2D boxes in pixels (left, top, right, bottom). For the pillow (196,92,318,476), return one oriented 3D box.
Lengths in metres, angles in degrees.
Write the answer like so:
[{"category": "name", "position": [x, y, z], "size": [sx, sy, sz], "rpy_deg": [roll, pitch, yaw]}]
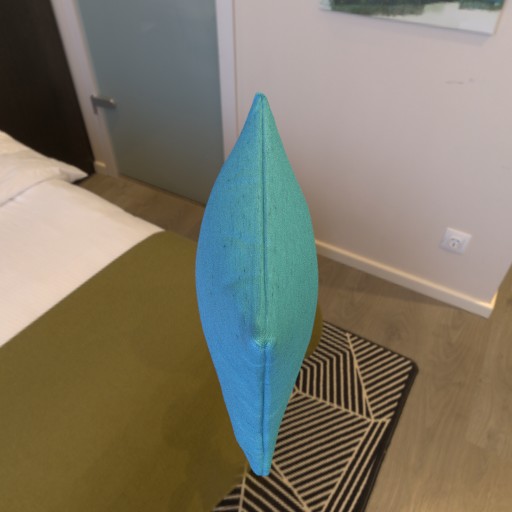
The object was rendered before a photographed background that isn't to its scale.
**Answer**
[{"category": "pillow", "position": [0.000, 0.000, 0.791], "size": [0.210, 0.338, 0.633], "rpy_deg": [0, 43, 0]}]
